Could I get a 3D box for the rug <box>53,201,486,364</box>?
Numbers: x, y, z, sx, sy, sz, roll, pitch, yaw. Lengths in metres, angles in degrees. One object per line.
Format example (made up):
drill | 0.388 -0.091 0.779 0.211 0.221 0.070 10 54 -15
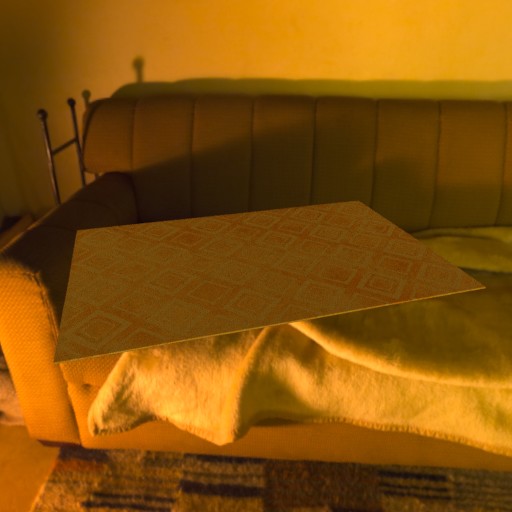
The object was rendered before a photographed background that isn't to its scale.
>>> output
rug | 0.000 0.000 2.294 1.829 0.010 1.213 -8 28 -15
